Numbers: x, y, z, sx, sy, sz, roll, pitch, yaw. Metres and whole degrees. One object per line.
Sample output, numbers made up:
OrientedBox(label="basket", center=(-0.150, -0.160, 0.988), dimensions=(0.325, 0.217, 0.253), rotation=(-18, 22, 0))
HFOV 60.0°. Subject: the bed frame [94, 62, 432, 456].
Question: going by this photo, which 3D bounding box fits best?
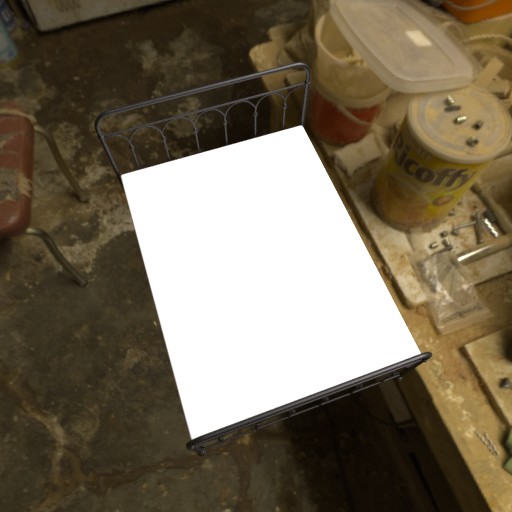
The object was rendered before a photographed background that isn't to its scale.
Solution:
OrientedBox(label="bed frame", center=(0.000, 0.000, 3.220), dimensions=(1.664, 1.276, 2.203), rotation=(-18, 65, -8))
